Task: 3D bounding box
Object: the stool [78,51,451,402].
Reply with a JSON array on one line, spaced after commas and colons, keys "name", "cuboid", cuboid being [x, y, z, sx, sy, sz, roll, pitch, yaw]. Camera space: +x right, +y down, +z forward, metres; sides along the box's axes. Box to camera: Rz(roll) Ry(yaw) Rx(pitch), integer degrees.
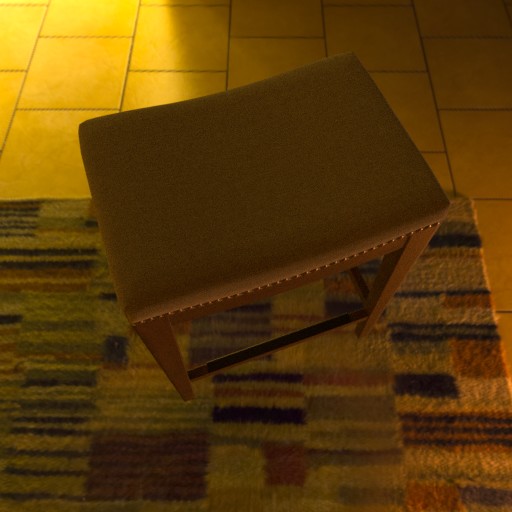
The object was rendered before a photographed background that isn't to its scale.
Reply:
[{"name": "stool", "cuboid": [0.000, 0.000, 0.932, 0.508, 0.660, 0.356, -18, 66, -8]}]
